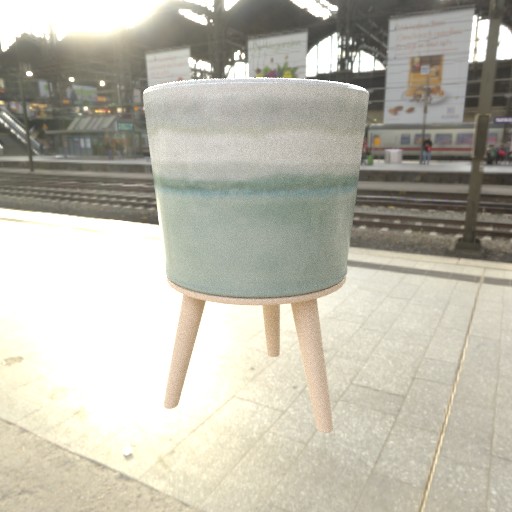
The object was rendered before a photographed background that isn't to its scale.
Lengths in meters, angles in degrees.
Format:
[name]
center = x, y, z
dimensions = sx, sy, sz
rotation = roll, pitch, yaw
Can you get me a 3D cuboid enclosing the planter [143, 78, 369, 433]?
[planter]
center = 0.000, 0.000, 0.582
dimensions = 0.265, 0.404, 0.265
rotation = 7, 16, 26
